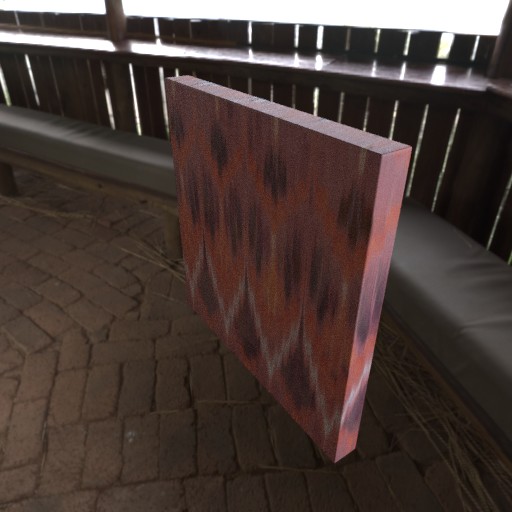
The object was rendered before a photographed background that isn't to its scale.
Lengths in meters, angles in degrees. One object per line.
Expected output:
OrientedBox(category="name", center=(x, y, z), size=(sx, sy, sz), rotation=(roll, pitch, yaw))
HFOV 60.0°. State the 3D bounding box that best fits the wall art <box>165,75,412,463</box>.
OrientedBox(category="wall art", center=(0.000, 0.000, 0.608), size=(0.038, 0.406, 0.403), rotation=(-20, 37, -29))
